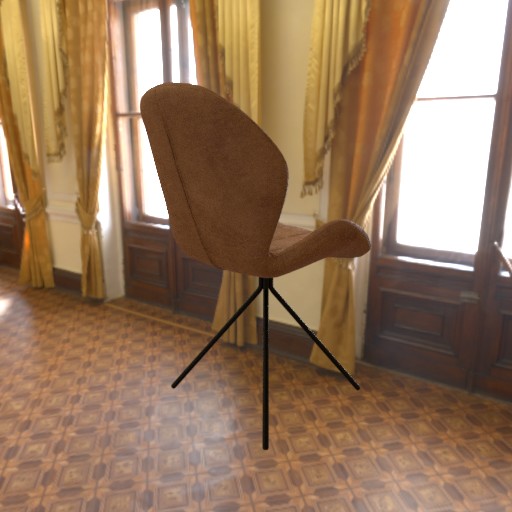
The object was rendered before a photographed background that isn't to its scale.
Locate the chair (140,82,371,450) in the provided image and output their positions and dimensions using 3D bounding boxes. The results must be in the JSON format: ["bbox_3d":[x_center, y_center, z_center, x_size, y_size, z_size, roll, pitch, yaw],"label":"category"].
[{"bbox_3d":[0.000,0.000,1.337,0.640,0.929,0.527,-13,19,-42],"label":"chair"}]
